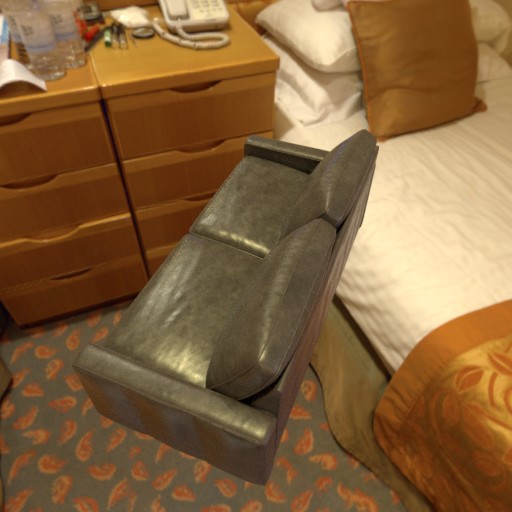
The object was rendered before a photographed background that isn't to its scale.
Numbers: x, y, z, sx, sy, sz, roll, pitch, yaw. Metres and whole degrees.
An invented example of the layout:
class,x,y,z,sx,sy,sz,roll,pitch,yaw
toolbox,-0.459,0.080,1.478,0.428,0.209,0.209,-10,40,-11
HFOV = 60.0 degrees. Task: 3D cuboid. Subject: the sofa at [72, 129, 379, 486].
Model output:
class,x,y,z,sx,sy,sz,roll,pitch,yaw
sofa,0.000,0.000,2.556,0.939,0.916,2.081,17,49,15
